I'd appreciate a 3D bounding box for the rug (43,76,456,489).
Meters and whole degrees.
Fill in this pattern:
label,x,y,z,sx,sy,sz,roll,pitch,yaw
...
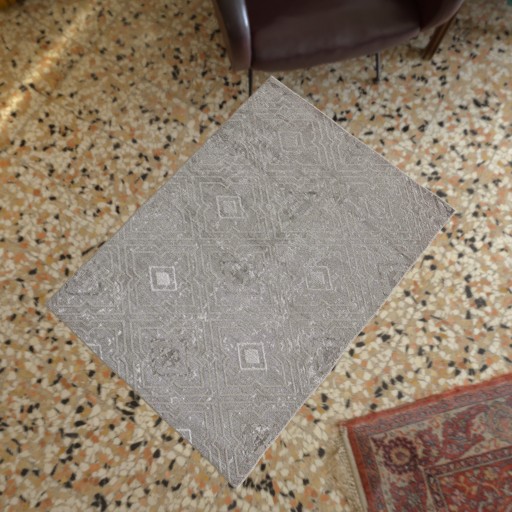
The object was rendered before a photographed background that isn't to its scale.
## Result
label,x,y,z,sx,sy,sz,roll,pitch,yaw
rug,0.000,0.000,4.324,2.448,0.020,3.359,40,78,10
